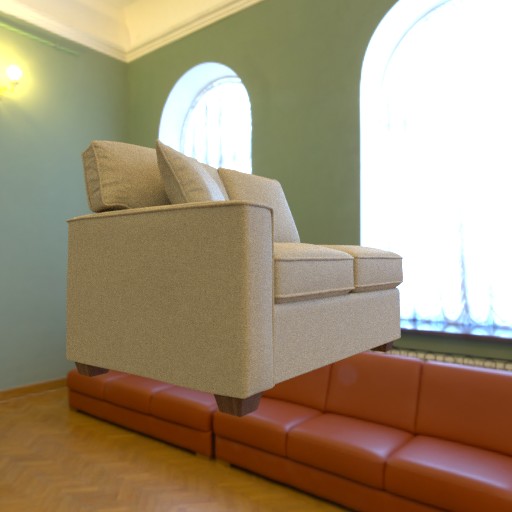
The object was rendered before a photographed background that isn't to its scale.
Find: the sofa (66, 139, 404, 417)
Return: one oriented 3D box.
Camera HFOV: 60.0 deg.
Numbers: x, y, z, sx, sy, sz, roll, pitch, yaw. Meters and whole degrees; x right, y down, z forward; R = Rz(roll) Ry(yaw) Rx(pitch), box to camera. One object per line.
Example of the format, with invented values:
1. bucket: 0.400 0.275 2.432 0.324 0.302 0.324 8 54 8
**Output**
1. sofa: 0.000 0.000 2.111 0.991 0.989 1.388 -1 -1 37
